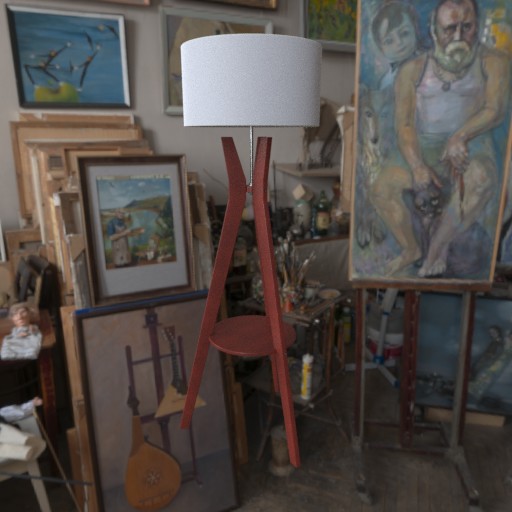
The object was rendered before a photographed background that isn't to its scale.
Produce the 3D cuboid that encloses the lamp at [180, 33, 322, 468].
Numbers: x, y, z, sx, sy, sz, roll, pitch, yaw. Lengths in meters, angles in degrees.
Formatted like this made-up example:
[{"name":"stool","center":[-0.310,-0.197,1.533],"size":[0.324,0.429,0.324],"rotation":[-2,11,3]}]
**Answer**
[{"name":"lamp","center":[0.000,0.000,1.725],"size":[0.539,1.472,0.542],"rotation":[7,17,24]}]
